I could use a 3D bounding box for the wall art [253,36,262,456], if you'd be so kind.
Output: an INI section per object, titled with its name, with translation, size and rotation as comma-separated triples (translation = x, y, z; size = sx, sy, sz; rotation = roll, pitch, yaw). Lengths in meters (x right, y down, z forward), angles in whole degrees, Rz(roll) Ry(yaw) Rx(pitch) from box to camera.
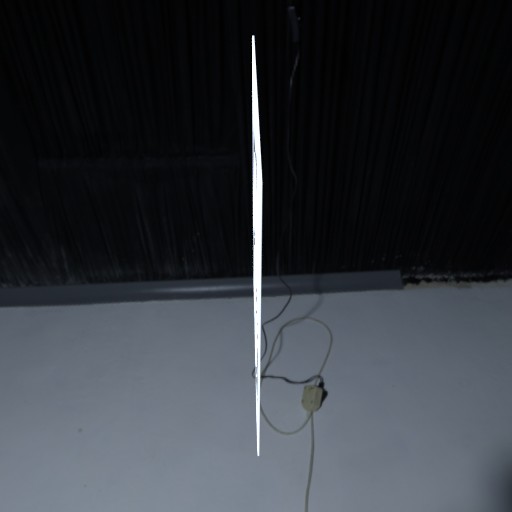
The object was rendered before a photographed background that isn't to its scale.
[wall art]
translation = 0.000, 0.000, 0.802
size = 0.003, 0.609, 0.457
rotation = -1, 43, -1
